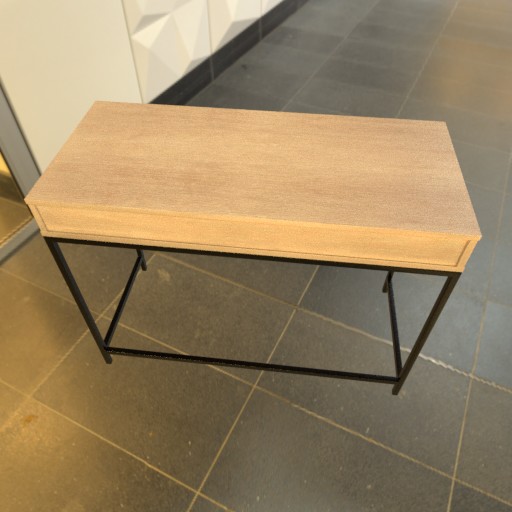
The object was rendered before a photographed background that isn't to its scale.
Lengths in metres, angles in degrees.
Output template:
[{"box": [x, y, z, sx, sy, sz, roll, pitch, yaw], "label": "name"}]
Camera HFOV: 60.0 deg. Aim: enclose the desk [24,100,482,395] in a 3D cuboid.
[{"box": [0.000, 0.000, 1.414, 1.016, 0.762, 0.470, 5, 48, 5], "label": "desk"}]
